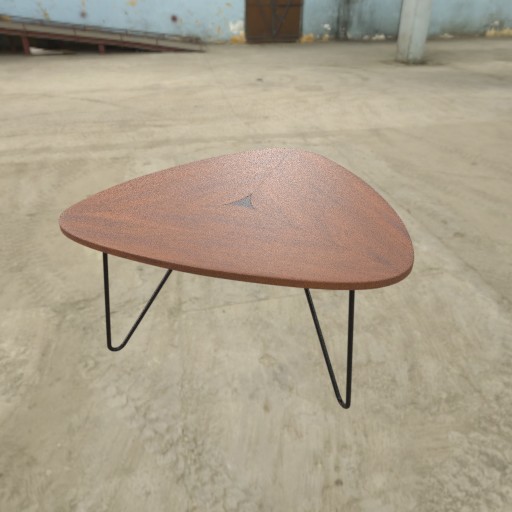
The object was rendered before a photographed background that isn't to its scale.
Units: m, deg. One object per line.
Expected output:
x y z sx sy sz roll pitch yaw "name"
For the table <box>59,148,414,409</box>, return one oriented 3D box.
0.000 0.000 1.313 0.833 0.413 0.821 9 32 15 "table"
